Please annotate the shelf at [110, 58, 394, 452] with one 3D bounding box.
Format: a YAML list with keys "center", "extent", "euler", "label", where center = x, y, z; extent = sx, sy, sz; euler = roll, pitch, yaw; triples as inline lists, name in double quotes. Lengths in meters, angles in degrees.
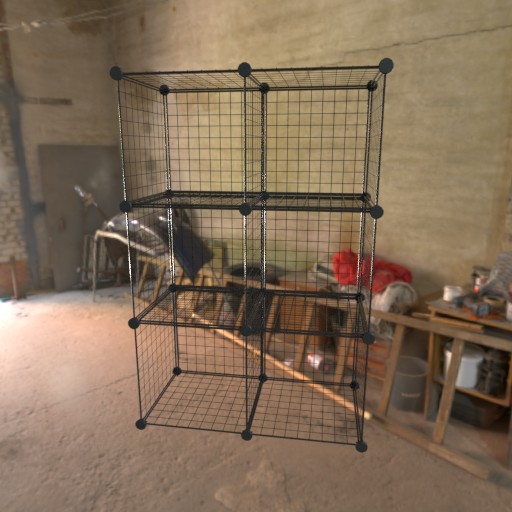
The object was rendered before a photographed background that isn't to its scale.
- center: [0.000, 0.000, 1.387]
  extent: [0.711, 1.067, 0.356]
  euler: [2, 14, 9]
  label: "shelf"
